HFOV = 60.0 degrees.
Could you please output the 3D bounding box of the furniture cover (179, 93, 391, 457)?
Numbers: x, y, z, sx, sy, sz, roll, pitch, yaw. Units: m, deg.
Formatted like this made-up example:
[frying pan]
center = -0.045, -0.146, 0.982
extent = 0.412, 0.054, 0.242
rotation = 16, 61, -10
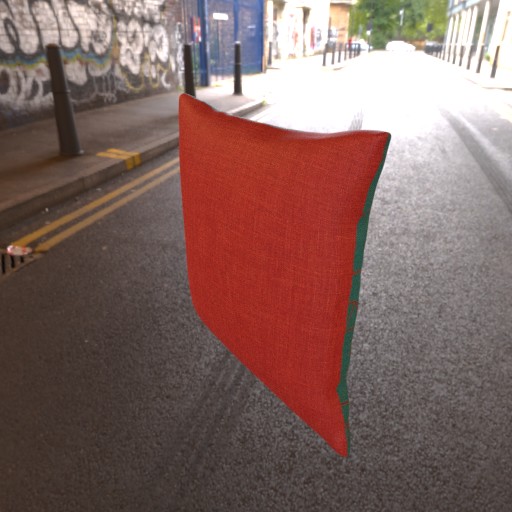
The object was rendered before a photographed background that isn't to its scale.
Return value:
[furniture cover]
center = 0.000, 0.000, 0.787
extent = 0.158, 0.508, 0.517
rotation = -17, 31, -30
